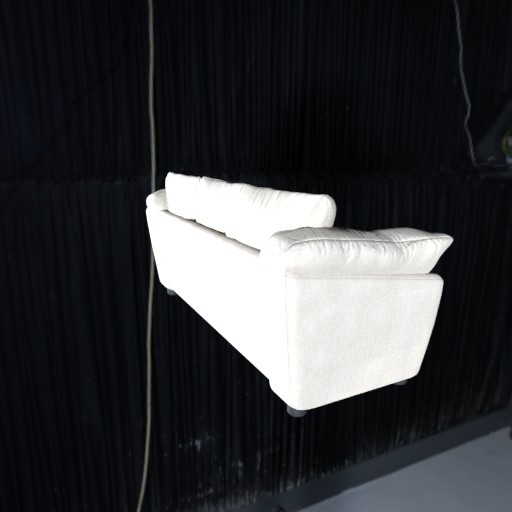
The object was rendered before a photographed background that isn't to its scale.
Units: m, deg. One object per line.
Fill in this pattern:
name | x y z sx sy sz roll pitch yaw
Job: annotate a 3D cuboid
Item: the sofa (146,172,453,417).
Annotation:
sofa | 0.000 0.000 2.867 0.878 0.996 2.334 -7 15 -26
